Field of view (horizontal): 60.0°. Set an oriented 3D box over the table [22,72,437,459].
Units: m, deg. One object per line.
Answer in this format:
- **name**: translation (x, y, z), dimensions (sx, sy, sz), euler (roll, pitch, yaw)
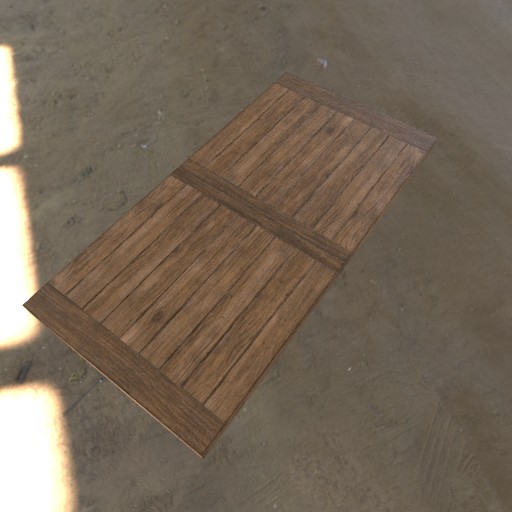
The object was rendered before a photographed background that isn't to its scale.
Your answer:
- **table**: translation (0.000, 0.000, 2.332), dimensions (0.931, 0.757, 1.867), euler (32, 63, 19)
